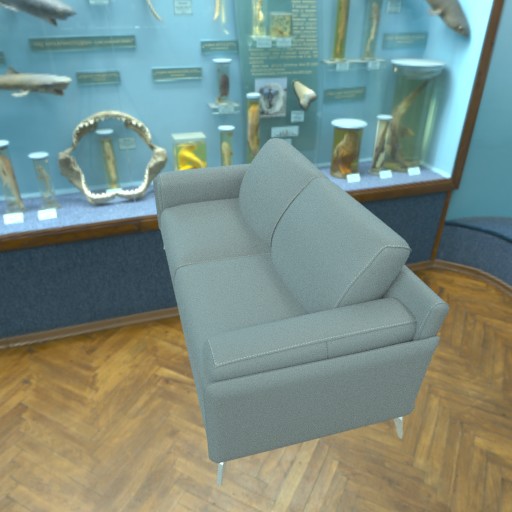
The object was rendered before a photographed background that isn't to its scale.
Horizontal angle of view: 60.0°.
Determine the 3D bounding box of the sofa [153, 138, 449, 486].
[{"bbox_3d":[0.000,0.000,2.535,0.969,0.900,2.100,-9,32,-14],"label":"sofa"}]
